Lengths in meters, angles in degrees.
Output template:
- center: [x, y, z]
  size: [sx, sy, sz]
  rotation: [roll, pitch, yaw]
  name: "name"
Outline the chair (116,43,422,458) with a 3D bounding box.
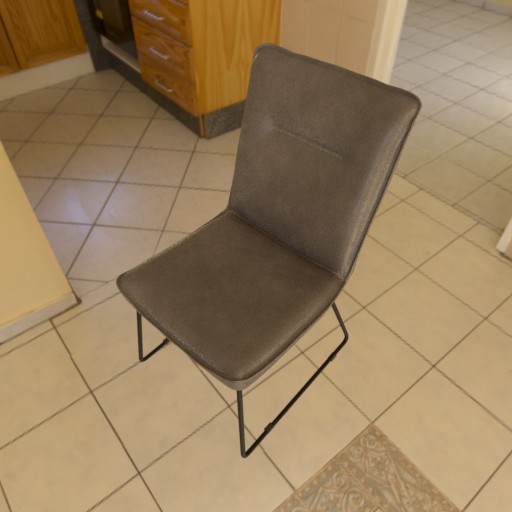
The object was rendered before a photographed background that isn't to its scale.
- center: [0.000, 0.000, 1.311]
  size: [0.515, 0.932, 0.688]
  rotation: [33, 54, 27]
  name: "chair"
